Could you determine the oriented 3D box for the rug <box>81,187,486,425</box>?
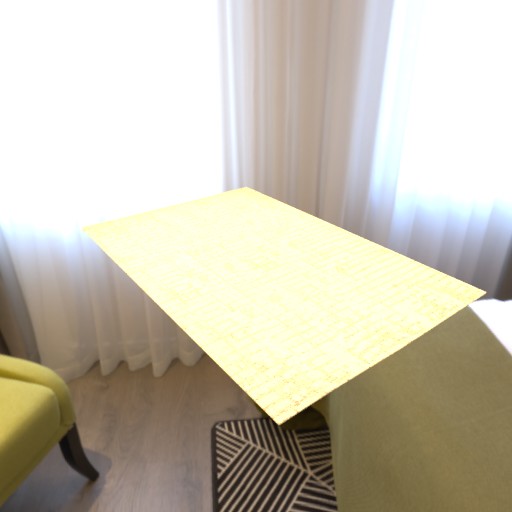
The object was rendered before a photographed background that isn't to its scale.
[{"bbox_3d":[0.000,0.000,2.294,1.211,0.007,1.827,-19,33,-32],"label":"rug"}]
